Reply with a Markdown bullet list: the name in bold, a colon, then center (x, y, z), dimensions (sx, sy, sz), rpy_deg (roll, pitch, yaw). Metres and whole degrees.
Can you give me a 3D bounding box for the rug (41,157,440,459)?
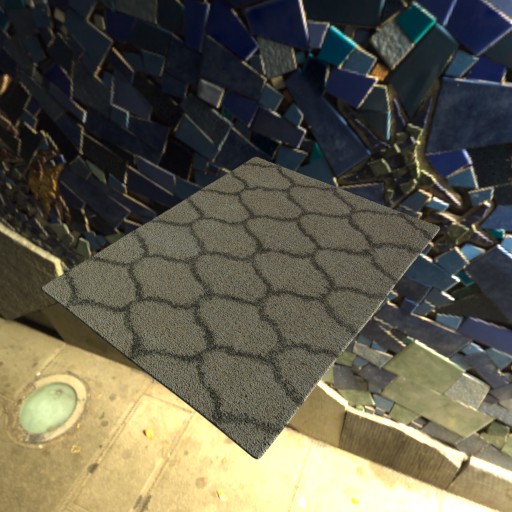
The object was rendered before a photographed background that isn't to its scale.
- **rug**: center (0.000, 0.000, 4.151), dimensions (2.399, 0.026, 3.000), rpy_deg (27, 48, 28)
